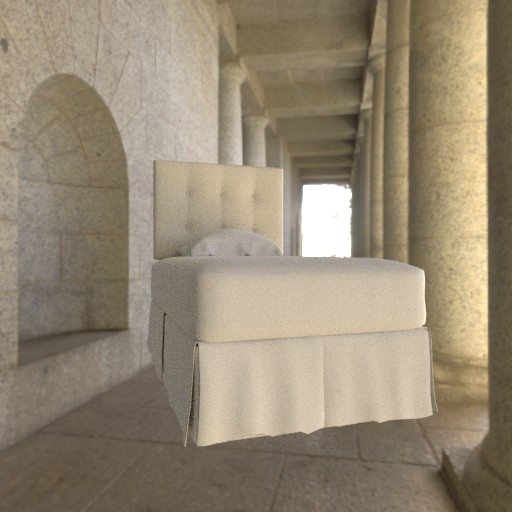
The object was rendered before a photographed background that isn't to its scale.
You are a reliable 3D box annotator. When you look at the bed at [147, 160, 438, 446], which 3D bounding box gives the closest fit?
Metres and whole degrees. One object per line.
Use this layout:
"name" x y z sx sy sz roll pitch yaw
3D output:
"bed" 0.000 0.000 2.906 1.261 1.571 1.997 0 0 -19
